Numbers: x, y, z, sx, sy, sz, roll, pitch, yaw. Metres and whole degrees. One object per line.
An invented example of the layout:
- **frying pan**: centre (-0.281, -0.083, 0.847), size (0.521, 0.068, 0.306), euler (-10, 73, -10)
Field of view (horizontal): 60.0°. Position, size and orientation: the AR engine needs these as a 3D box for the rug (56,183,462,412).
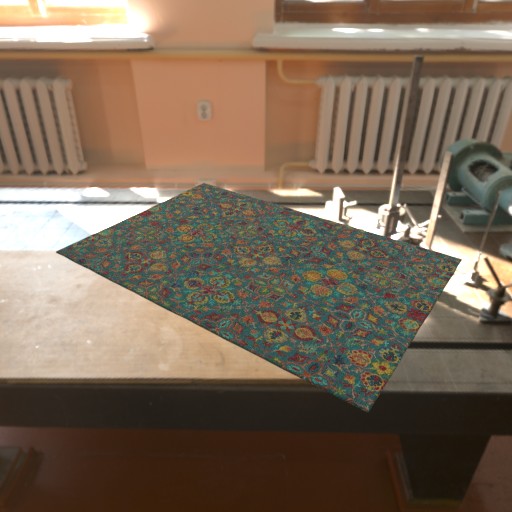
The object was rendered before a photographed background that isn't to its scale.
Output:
- **rug**: centre (0.000, 0.000, 2.995), size (2.290, 0.016, 1.527), euler (21, 37, 30)
